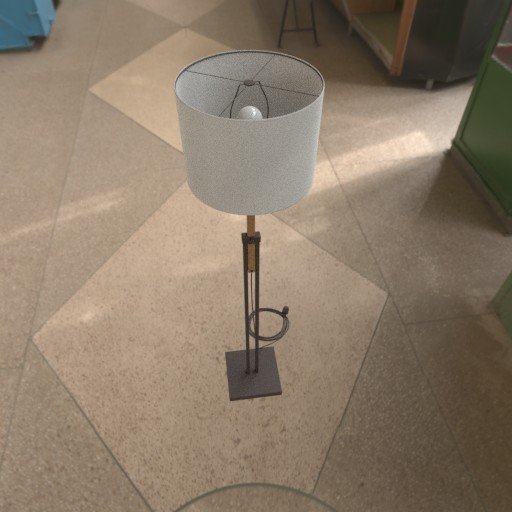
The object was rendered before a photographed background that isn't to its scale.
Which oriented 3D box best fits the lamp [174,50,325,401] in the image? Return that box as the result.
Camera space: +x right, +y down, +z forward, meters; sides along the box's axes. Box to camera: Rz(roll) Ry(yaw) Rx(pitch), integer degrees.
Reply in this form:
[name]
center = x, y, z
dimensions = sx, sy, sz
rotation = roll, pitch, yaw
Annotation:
[lamp]
center = 0.000, 0.000, 1.886
dimensions = 0.474, 1.650, 0.639
rotation = -6, 47, -5
